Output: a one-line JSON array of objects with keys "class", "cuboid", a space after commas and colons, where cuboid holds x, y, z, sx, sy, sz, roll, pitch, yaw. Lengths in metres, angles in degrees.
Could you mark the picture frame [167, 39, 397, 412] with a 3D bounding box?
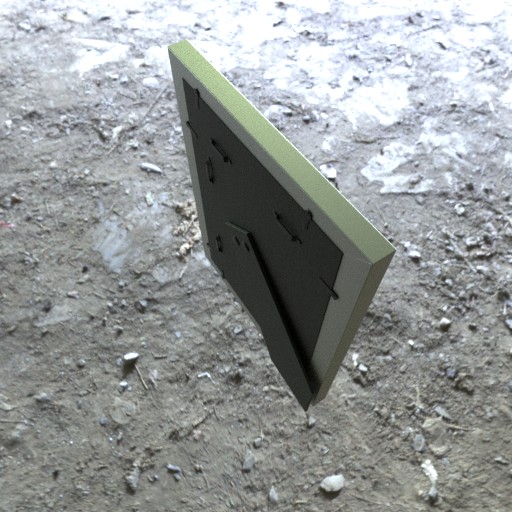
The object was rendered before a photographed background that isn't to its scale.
[{"class": "picture frame", "cuboid": [0.000, 0.000, 0.538, 0.036, 0.386, 0.307, -29, 62, -17]}]
